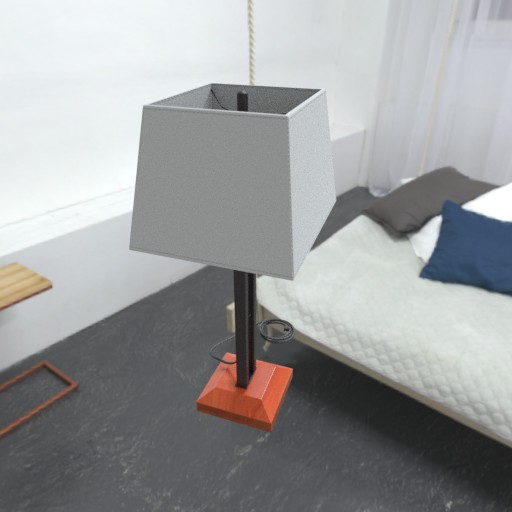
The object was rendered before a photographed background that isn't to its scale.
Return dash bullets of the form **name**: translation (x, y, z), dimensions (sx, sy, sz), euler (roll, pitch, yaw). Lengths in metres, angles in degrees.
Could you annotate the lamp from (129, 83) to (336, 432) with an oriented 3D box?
- **lamp**: translation (0.000, 0.000, 1.014), dimensions (0.310, 0.737, 0.498), euler (10, 31, 17)
